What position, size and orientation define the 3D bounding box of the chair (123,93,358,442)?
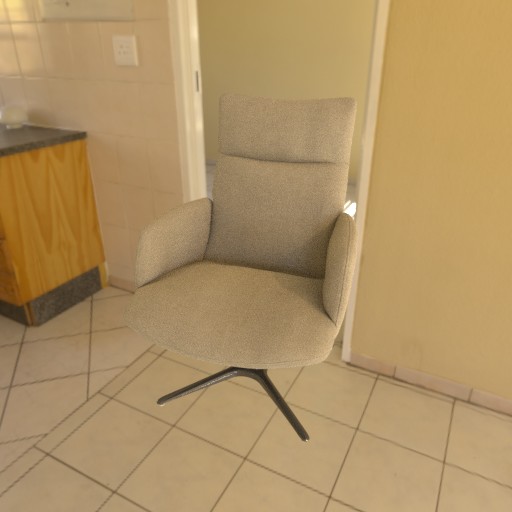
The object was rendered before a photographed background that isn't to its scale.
[{"bbox_3d":[0.000,0.000,1.594,0.711,1.016,0.889,8,27,16],"label":"chair"}]
